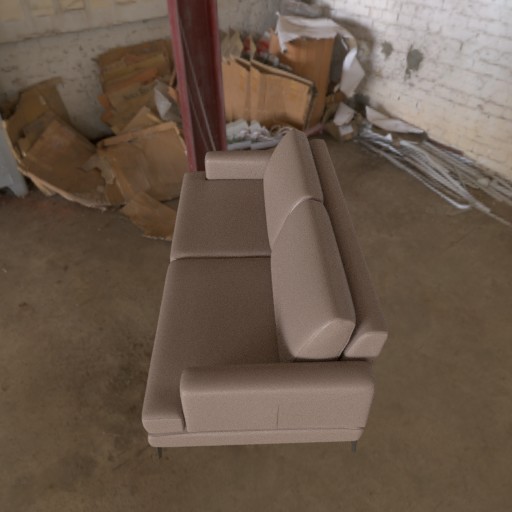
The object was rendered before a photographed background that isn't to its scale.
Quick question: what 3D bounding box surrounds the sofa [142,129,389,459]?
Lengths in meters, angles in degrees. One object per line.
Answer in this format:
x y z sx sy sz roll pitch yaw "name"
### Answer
0.000 0.000 2.460 0.974 0.765 1.940 -1 40 -1 "sofa"
